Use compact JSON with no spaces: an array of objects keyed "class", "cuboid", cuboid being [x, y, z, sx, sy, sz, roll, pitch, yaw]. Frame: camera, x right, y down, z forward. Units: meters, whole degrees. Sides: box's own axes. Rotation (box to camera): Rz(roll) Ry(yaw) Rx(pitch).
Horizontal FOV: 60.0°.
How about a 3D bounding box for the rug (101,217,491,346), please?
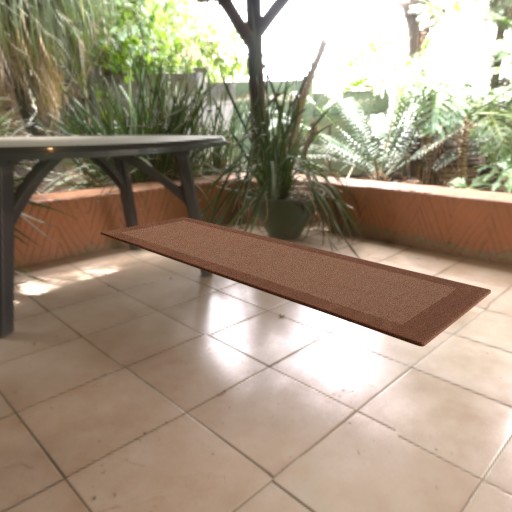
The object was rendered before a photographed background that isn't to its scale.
[{"class":"rug","cuboid":[0.000,0.000,2.691,2.439,0.017,0.764,16,23,42]}]
